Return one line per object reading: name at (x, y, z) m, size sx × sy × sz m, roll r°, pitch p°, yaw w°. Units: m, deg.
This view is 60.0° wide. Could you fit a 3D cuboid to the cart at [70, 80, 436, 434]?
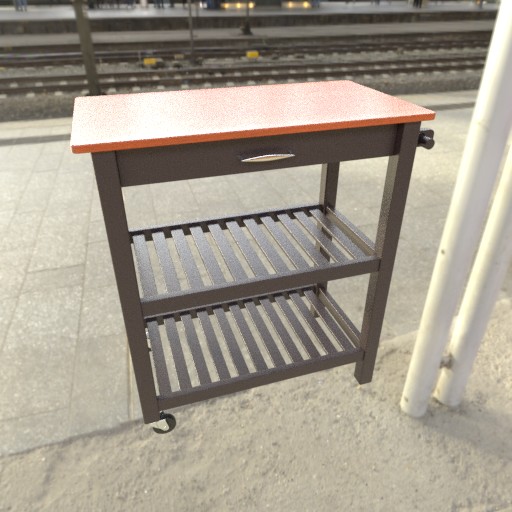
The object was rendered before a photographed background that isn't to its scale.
cart at (0.000, 0.000, 1.394) m, size 0.899 × 0.927 × 0.457 m, roll -10°, pitch 33°, yaw -15°
